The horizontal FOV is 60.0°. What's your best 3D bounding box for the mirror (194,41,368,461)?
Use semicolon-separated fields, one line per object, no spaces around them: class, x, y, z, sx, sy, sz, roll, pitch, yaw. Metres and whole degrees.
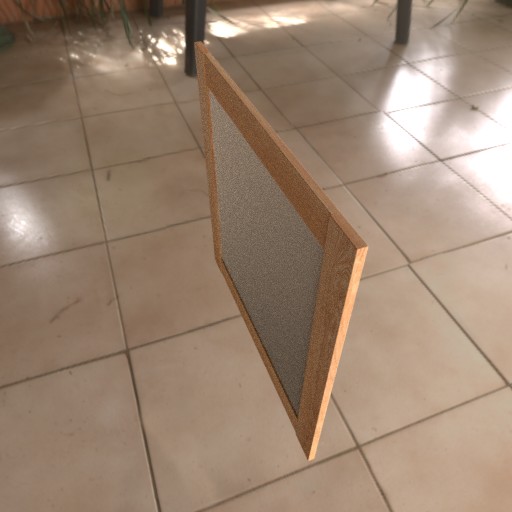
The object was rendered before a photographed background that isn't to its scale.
mirror;0.000;0.000;1.157;0.020;0.800;0.800;-16;48;-15
